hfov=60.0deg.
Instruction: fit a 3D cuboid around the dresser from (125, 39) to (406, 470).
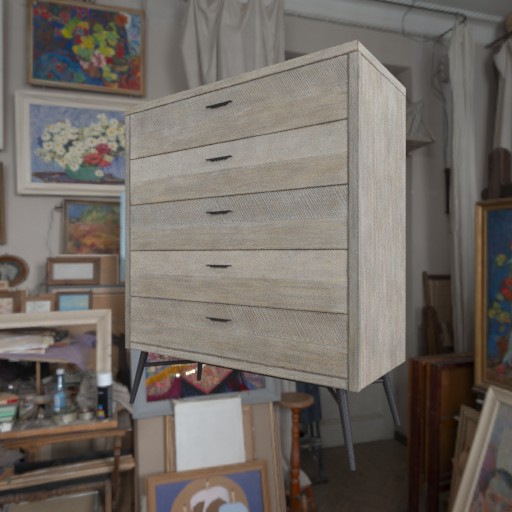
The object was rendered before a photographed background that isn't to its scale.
[{"bbox_3d":[0.000,0.000,1.719,1.016,1.219,0.457,0,0,35],"label":"dresser"}]
